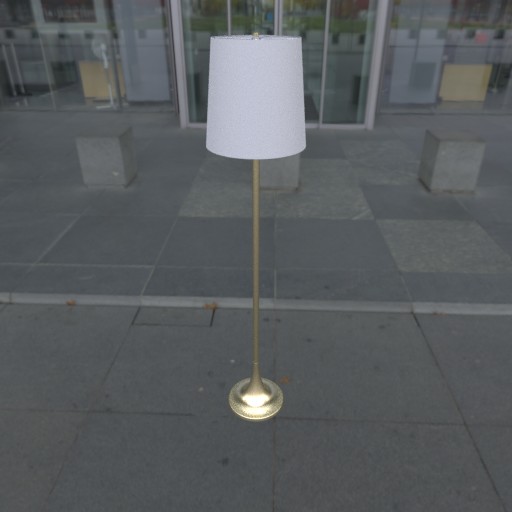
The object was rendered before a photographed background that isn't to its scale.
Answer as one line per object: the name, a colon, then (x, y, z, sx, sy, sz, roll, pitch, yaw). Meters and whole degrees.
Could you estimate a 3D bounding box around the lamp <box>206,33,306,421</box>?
lamp: (0.000, 0.000, 1.715, 0.337, 1.543, 0.337, 0, 29, 0)
